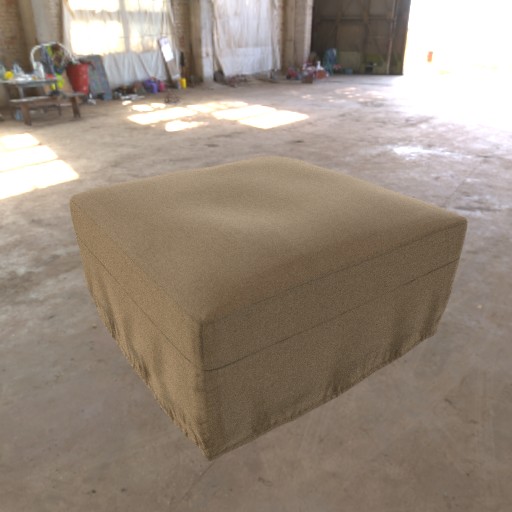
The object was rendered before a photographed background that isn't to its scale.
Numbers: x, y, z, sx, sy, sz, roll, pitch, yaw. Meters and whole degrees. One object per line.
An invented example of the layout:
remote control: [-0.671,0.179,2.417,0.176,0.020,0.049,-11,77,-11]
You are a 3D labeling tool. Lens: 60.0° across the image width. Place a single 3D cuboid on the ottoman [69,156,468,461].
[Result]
ottoman: [0.000,0.000,1.330,0.843,0.436,0.840,-18,32,-31]
